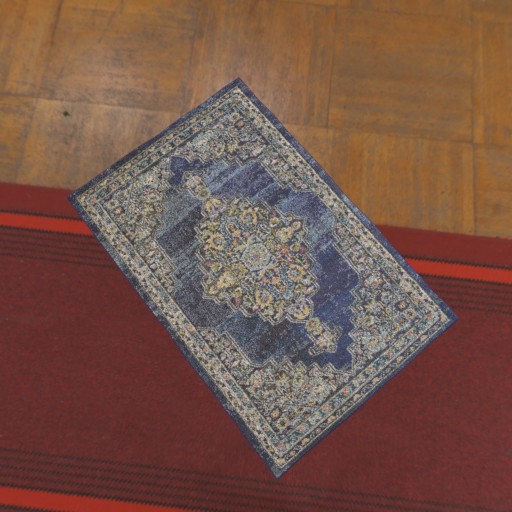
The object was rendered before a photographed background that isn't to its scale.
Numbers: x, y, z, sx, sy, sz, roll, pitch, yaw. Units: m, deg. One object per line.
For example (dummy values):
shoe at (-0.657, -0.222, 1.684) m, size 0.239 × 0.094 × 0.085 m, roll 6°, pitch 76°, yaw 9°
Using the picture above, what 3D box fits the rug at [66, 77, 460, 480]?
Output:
rug at (0.000, 0.000, 2.286) m, size 1.184 × 0.012 × 1.781 m, roll -38°, pitch 79°, yaw -9°
